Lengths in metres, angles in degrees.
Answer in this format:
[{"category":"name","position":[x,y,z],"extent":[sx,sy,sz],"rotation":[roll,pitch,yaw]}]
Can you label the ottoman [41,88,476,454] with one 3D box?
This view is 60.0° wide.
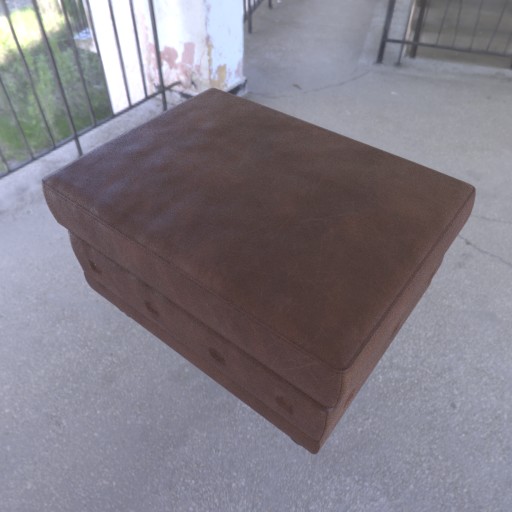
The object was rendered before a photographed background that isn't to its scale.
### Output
[{"category":"ottoman","position":[0.000,0.000,1.132],"extent":[0.795,0.509,0.588],"rotation":[29,53,25]}]
